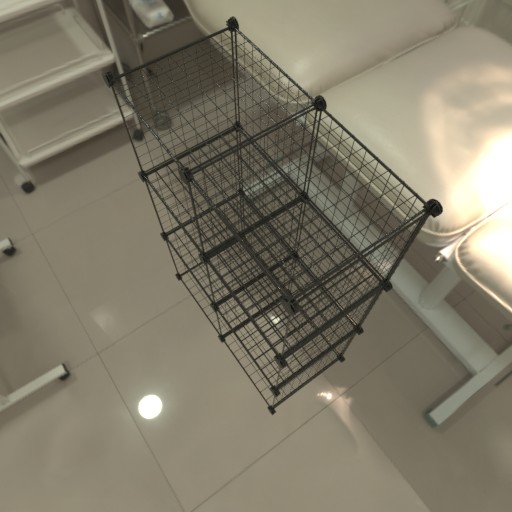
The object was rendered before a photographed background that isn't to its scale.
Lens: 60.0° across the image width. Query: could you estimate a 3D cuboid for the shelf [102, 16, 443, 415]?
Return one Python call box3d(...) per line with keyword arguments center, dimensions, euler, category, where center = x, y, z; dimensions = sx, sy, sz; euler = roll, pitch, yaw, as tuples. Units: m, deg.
box3d(center=(0.000, 0.000, 1.378), dimensions=(0.356, 1.067, 0.711), euler=(-32, 66, -16), category="shelf")
